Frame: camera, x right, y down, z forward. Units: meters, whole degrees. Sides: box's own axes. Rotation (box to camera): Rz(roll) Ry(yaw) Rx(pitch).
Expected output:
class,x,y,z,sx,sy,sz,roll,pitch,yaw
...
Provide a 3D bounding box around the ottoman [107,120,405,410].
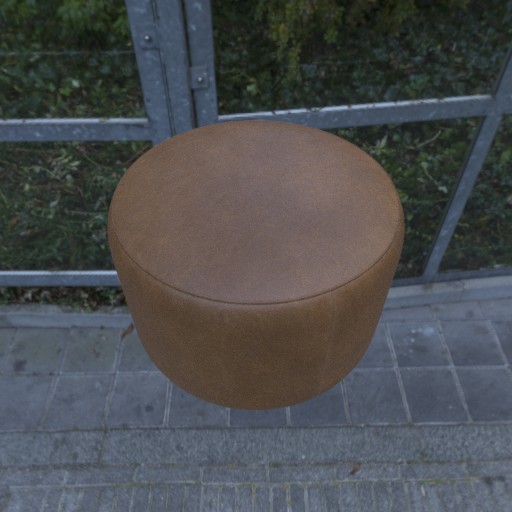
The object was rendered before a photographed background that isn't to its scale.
class,x,y,z,sx,sy,sz,roll,pitch,yaw
ottoman,0.000,0.000,1.027,0.607,0.438,0.607,0,46,0
